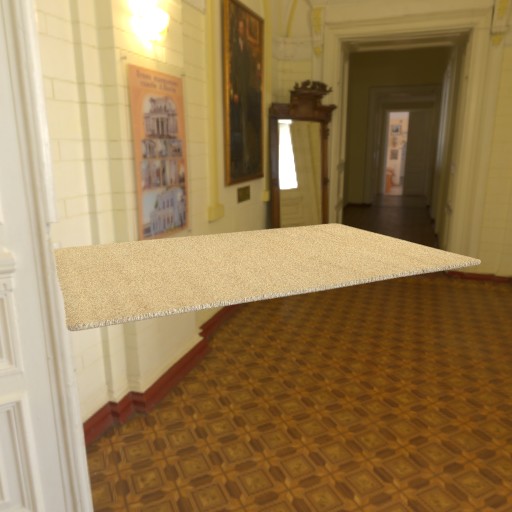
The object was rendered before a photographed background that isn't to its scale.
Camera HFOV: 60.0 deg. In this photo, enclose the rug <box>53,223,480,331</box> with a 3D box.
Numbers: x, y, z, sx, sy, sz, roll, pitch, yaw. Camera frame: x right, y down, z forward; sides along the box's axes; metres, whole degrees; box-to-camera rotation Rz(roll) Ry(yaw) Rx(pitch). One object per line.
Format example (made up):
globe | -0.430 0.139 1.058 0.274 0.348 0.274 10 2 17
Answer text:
rug | 0.000 0.000 2.861 2.349 0.026 1.500 -7 15 -25
